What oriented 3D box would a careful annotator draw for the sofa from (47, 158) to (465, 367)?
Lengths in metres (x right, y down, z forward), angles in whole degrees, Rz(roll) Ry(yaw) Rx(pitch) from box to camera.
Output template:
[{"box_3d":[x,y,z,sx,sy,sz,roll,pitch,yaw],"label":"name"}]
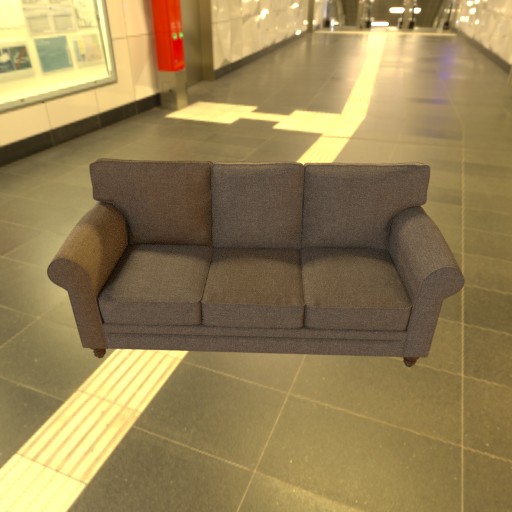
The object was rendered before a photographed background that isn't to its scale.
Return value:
[{"box_3d":[0.000,0.000,2.617,2.084,0.961,0.916,1,31,2],"label":"sofa"}]
